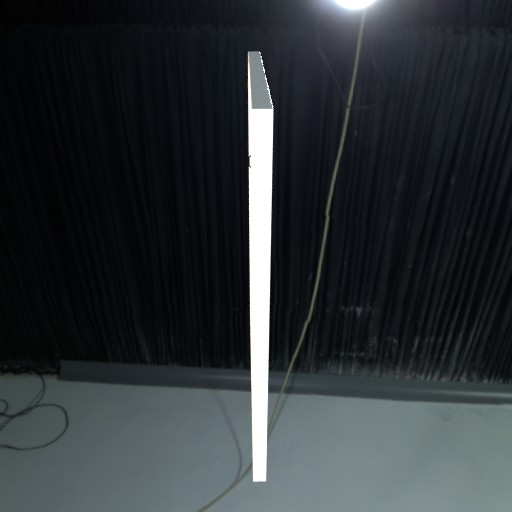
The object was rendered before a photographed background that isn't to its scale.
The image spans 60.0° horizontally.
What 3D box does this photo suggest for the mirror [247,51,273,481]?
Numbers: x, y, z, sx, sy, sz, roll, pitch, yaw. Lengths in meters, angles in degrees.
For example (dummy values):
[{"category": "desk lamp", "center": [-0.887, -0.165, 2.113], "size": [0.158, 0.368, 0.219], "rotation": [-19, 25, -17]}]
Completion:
[{"category": "mirror", "center": [0.000, 0.000, 1.306], "size": [0.040, 1.016, 0.762], "rotation": [-1, 31, -1]}]
